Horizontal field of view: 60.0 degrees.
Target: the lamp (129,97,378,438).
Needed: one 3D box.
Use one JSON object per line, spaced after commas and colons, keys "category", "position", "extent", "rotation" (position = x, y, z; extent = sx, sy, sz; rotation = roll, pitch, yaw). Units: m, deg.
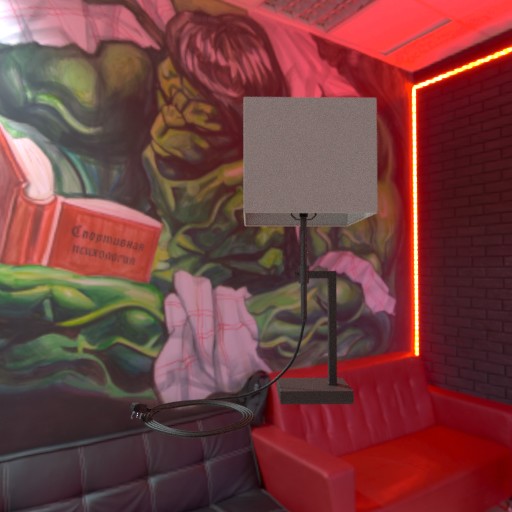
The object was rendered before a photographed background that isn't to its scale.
{"category": "lamp", "position": [0.000, 0.000, 0.994], "extent": [0.504, 0.660, 0.399], "rotation": [0, -2, -1]}
